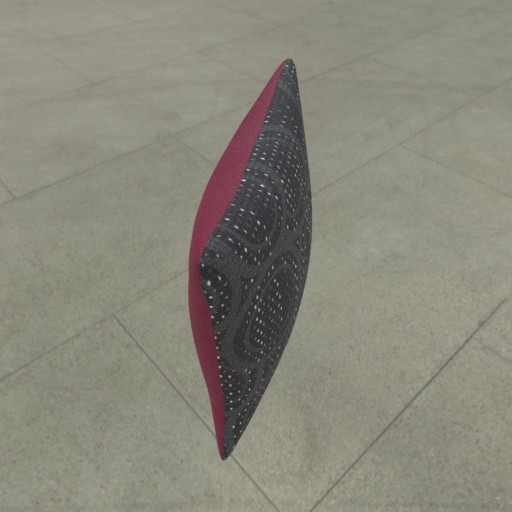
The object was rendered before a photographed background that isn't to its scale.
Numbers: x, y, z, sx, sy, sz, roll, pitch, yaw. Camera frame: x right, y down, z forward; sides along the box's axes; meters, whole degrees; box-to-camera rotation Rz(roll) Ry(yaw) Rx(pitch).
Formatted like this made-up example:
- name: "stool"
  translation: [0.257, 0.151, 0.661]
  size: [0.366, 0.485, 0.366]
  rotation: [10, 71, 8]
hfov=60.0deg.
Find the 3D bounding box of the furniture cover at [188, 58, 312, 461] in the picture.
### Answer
- name: "furniture cover"
  translation: [0.000, 0.000, 0.810]
  size: [0.193, 0.509, 0.552]
  rotation: [9, 45, 9]
